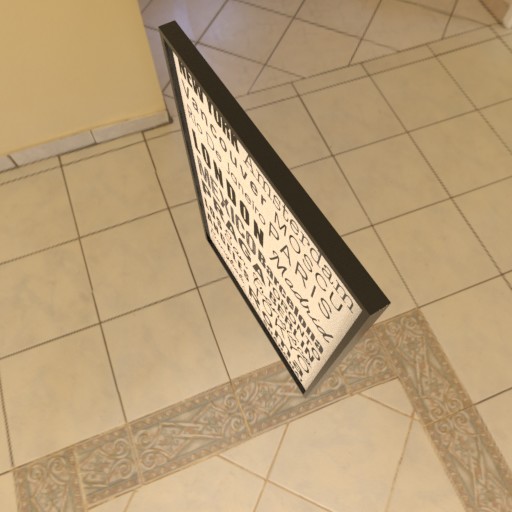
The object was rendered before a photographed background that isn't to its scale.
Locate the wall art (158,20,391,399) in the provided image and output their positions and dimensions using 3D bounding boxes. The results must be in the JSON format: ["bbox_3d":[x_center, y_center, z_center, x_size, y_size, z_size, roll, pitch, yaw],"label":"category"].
[{"bbox_3d":[0.000,0.000,1.334,0.043,1.046,0.788,-29,68,-12],"label":"wall art"}]
